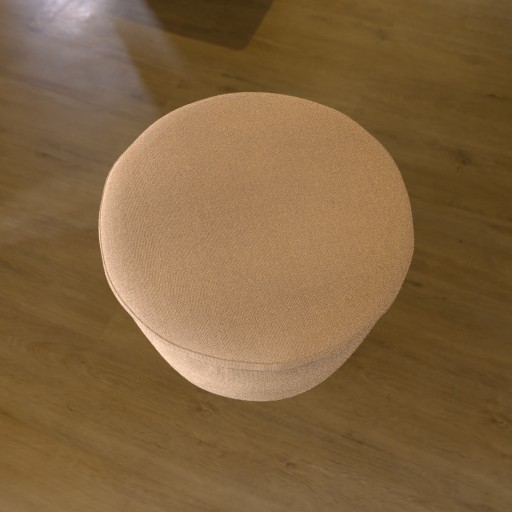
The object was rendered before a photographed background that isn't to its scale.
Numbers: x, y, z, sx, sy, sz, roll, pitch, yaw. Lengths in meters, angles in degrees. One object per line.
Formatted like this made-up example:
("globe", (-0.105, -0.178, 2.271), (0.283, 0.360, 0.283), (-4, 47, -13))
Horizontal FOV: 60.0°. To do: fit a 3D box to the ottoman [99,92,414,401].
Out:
("ottoman", (0.000, 0.000, 0.845), (0.497, 0.409, 0.497), (0, 64, 0))
